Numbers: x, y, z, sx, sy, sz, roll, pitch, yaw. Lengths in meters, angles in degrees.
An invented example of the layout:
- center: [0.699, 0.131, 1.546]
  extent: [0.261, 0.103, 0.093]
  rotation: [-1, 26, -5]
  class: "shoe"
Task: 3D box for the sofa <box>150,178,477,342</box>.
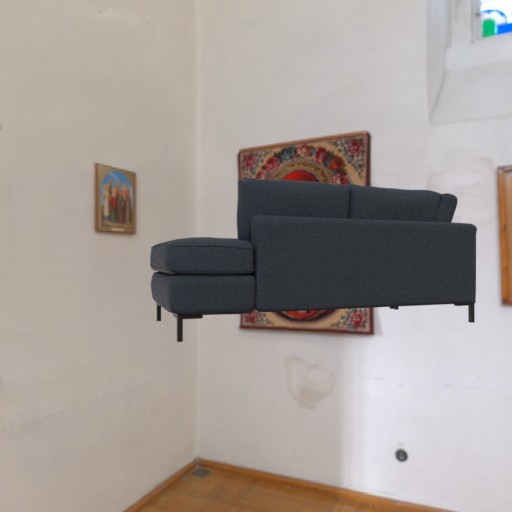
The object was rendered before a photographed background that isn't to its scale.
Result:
- center: [0.000, 0.000, 3.839]
  extent: [1.984, 0.858, 2.975]
  rotation: [0, 0, -20]
  class: "sofa"
